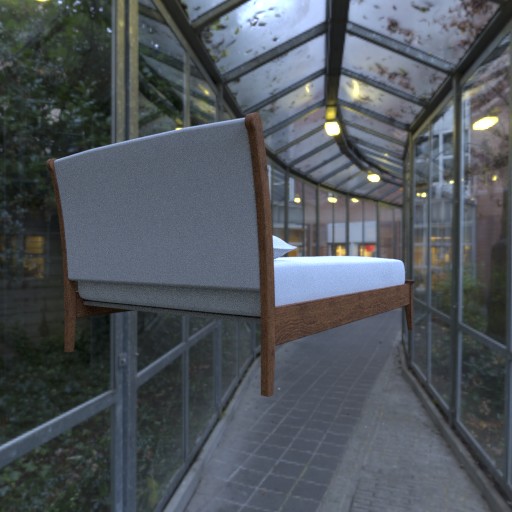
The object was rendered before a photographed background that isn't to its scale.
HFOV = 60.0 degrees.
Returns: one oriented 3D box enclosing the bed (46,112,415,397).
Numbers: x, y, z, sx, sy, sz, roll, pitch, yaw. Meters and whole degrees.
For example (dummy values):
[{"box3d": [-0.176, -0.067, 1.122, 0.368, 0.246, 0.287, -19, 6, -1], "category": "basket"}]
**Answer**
[{"box3d": [0.000, 0.000, 2.975, 1.502, 1.135, 2.108, 0, 0, 35], "category": "bed"}]
